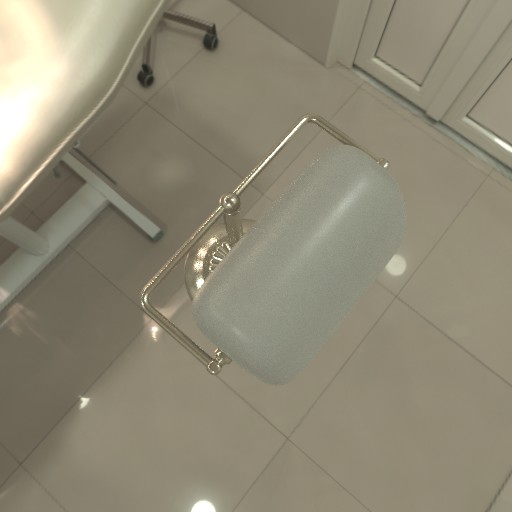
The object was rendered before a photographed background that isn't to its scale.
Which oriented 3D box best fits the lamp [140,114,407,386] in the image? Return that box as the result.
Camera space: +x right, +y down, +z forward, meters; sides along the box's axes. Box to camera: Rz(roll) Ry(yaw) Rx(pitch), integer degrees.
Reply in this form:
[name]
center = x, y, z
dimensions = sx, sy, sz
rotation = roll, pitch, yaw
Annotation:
[lamp]
center = 0.000, 0.000, 0.536
dimensions = 0.243, 0.339, 0.264
rotation = 39, 78, 10
